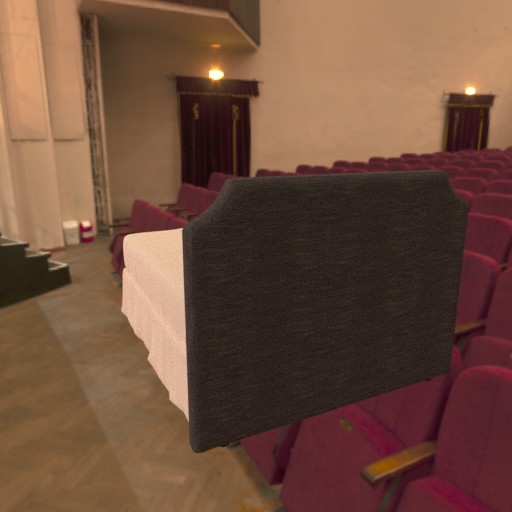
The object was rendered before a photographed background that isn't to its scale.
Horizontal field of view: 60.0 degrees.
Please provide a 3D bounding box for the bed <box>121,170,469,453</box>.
[{"bbox_3d":[0.000,0.000,3.172,1.693,1.290,2.116,-7,16,-26],"label":"bed"}]
